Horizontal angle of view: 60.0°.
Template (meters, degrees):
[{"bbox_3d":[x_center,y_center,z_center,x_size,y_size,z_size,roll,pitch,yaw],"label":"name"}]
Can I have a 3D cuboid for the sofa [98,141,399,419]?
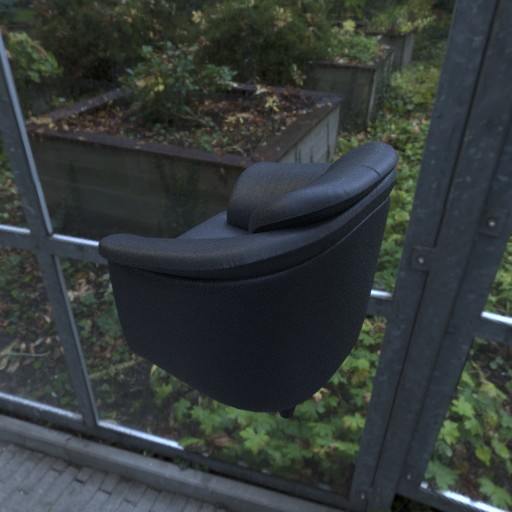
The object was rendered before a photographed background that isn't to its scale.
[{"bbox_3d":[0.000,0.000,1.543,0.794,0.811,0.870,21,38,30],"label":"sofa"}]
